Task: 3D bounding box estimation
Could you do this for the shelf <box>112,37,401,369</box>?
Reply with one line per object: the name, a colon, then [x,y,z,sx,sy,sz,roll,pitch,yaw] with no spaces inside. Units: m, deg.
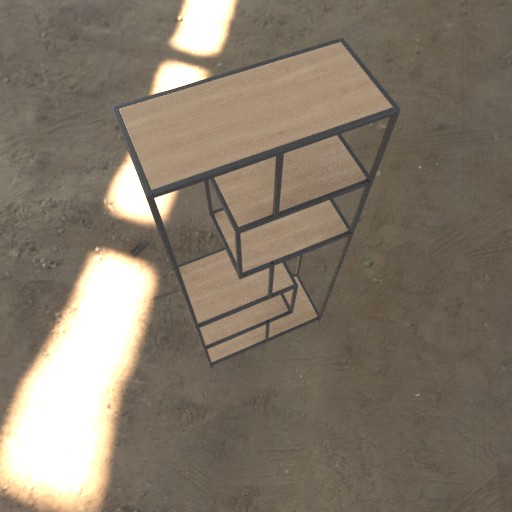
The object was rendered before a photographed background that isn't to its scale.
shelf: [0.000,0.000,2.110,0.770,1.850,0.350,-21,64,-11]
